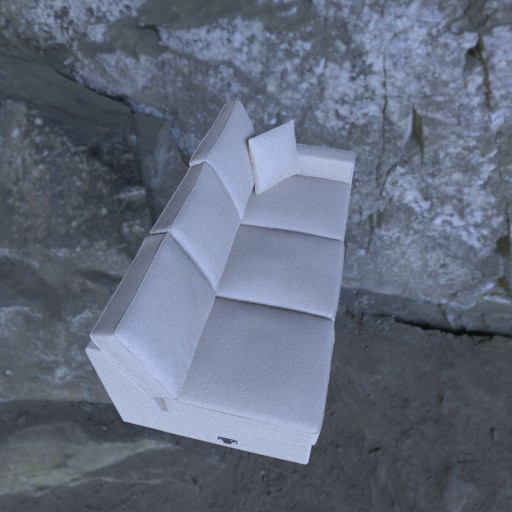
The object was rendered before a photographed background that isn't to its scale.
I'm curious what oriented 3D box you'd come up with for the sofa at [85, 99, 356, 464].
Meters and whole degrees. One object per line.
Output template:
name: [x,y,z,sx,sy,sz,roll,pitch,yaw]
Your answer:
sofa: [0.000,0.000,2.617,1.034,0.946,1.963,10,47,9]
